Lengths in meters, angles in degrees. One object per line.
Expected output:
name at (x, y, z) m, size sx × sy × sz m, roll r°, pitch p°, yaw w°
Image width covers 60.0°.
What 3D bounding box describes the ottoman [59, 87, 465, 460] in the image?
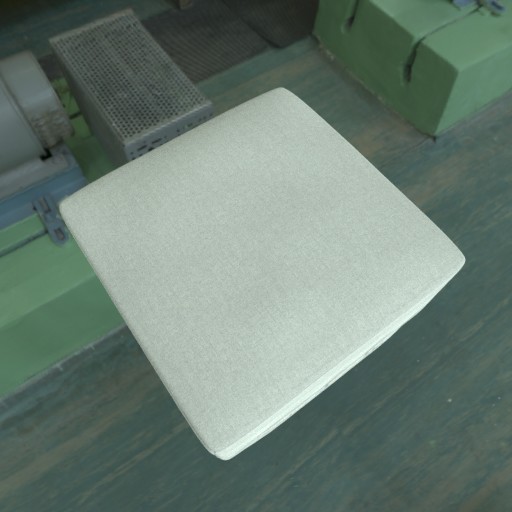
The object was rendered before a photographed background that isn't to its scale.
ottoman at (0.000, 0.000, 1.367) m, size 0.843 × 0.436 × 0.840 m, roll -33°, pitch 67°, yaw -16°
